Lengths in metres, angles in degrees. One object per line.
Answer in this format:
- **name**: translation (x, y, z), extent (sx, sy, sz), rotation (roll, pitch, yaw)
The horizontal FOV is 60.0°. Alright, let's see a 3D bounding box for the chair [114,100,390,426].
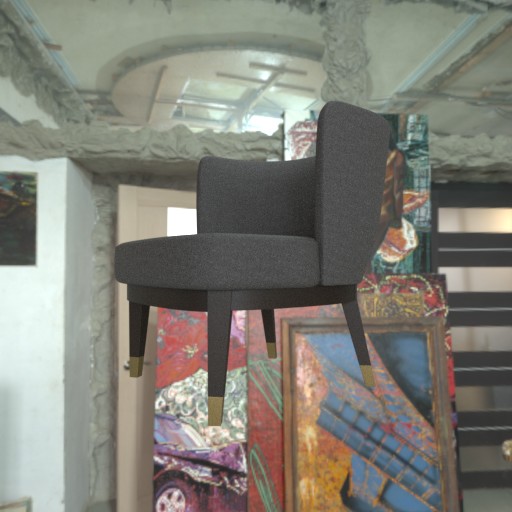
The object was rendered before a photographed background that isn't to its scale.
- **chair**: translation (0.000, 0.000, 1.243), extent (0.698, 0.695, 0.639), rotation (1, -2, -34)
